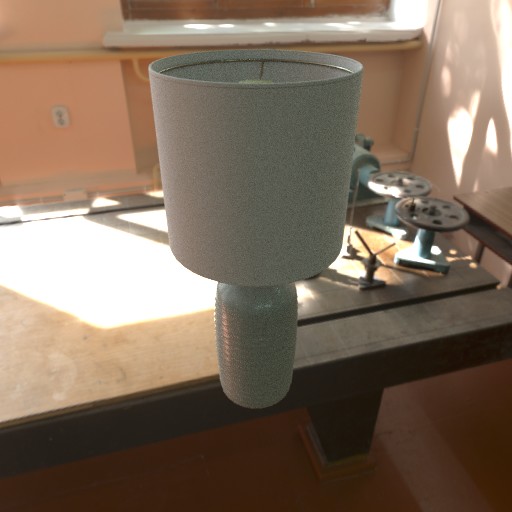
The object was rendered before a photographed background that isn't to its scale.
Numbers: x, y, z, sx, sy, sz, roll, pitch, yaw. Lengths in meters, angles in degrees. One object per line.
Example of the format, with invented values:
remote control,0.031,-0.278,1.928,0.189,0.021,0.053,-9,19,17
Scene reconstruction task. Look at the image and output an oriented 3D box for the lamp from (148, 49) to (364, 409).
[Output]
lamp,0.000,0.000,0.589,0.220,0.475,0.220,10,33,16
